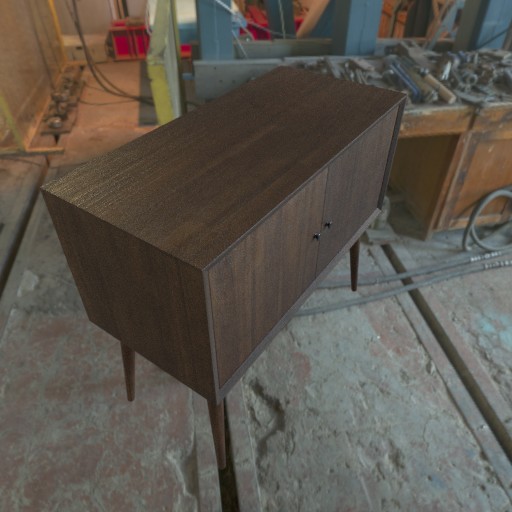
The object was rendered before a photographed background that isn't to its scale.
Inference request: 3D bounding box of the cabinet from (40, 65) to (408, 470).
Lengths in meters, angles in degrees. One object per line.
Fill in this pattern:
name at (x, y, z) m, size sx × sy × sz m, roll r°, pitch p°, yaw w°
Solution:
cabinet at (0.000, 0.000, 1.101) m, size 0.354 × 0.654 × 0.743 m, roll 25°, pitch 47°, yaw 26°
